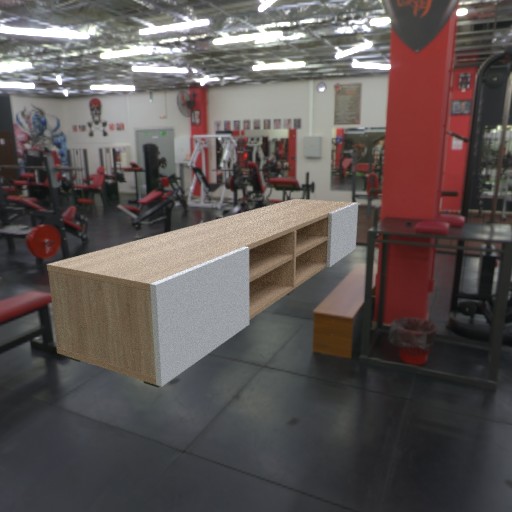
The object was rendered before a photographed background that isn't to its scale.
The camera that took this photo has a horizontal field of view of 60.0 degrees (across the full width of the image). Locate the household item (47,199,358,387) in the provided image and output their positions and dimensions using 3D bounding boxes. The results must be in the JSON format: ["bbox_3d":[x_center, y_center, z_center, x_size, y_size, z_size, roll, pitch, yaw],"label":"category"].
[{"bbox_3d":[0.000,0.000,2.052,0.420,0.310,1.850,8,16,27],"label":"household item"}]
